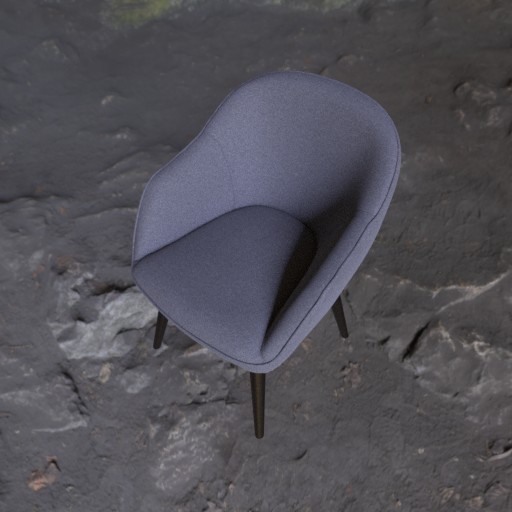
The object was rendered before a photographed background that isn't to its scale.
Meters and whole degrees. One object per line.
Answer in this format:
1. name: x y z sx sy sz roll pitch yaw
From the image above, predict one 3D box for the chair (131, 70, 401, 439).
1. chair: 0.000 0.000 1.248 0.589 0.810 0.611 32 54 27
